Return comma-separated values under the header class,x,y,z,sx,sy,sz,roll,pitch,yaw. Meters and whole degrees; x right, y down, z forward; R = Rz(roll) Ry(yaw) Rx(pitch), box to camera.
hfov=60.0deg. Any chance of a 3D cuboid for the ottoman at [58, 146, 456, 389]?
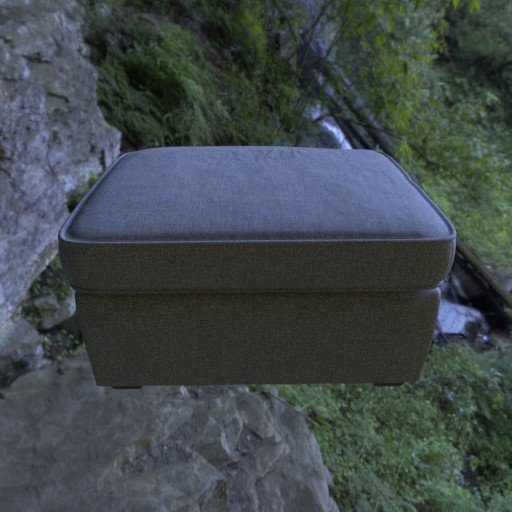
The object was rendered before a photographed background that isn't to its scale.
class,x,y,z,sx,sy,sz,roll,pitch,yaw
ottoman,0.000,0.000,1.117,0.762,0.457,0.559,-1,30,-1
